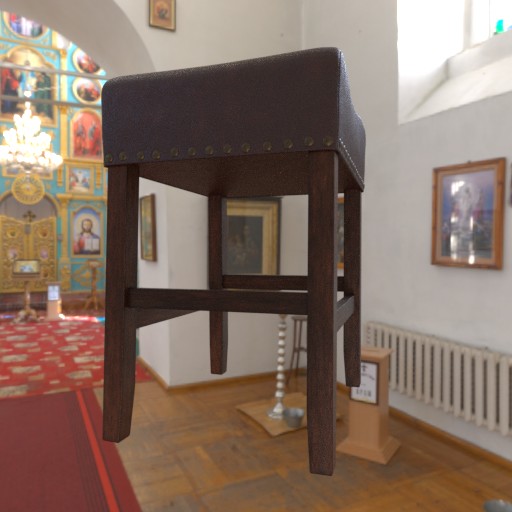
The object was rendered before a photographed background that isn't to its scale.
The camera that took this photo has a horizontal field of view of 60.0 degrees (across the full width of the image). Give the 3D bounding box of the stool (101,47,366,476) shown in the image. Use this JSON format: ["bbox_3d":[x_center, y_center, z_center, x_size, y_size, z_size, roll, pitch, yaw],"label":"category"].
[{"bbox_3d":[0.000,0.000,0.888,0.397,0.608,0.465,0,0,18],"label":"stool"}]
